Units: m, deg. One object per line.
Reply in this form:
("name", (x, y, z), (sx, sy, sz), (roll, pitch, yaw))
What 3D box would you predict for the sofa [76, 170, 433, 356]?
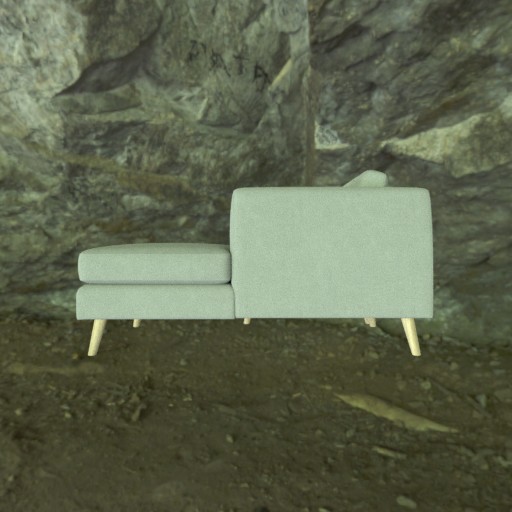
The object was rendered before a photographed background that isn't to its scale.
("sofa", (0.000, 0.000, 3.068), (1.580, 0.860, 2.300), (0, 1, 0))
